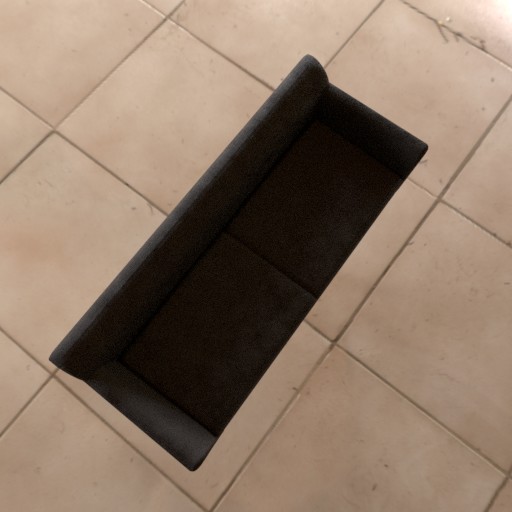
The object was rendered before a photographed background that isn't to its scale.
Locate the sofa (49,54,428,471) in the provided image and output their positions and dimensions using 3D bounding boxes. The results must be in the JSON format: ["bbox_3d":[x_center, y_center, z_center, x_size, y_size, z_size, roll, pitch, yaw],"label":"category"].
[{"bbox_3d":[0.000,0.000,2.622,0.900,0.740,2.190,36,78,9],"label":"sofa"}]
